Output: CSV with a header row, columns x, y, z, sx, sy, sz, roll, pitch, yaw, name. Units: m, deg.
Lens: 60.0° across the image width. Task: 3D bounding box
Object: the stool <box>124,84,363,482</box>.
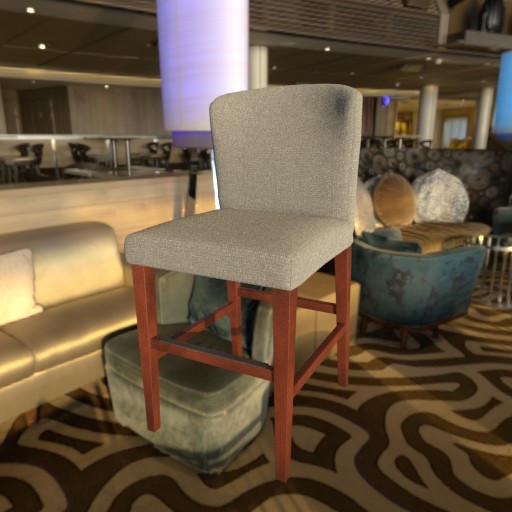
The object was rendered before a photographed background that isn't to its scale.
x,y,z,sx,sy,sz,roll,pitch,yaw,name
0.000,0.000,1.269,0.479,0.968,0.568,8,17,27,stool
